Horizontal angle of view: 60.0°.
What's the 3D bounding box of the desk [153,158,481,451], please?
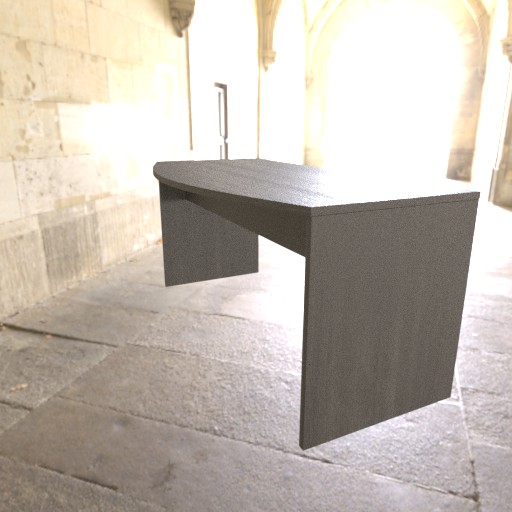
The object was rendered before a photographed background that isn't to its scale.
[{"bbox_3d":[0.000,0.000,2.029,0.802,0.750,1.600,-8,18,-25],"label":"desk"}]
